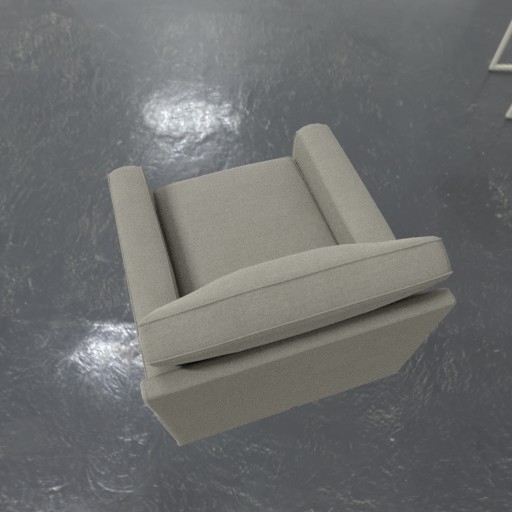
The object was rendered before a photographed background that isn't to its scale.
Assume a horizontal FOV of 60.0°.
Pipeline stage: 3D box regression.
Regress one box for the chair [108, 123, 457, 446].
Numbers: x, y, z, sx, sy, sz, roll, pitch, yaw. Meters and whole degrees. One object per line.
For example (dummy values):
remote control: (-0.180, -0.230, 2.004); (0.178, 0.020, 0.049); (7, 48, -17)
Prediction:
chair: (0.000, 0.000, 1.785); (0.999, 0.934, 1.044); (-15, 59, -9)
